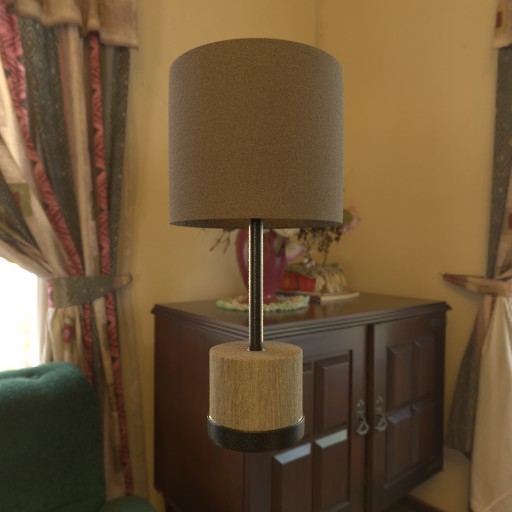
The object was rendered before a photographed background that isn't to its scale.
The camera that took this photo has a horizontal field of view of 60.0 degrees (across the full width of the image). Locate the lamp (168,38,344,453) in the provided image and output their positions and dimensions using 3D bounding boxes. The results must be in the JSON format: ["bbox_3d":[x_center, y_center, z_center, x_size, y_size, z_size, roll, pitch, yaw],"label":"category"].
[{"bbox_3d":[0.000,0.000,0.591,0.229,0.470,0.229,0,1,35],"label":"lamp"}]
